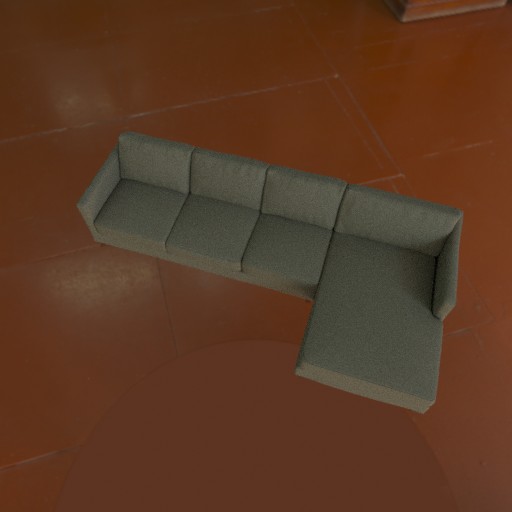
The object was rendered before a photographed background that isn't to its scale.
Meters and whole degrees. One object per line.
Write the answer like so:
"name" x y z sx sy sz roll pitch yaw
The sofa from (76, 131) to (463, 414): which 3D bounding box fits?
"sofa" 0.000 0.000 3.789 3.186 0.861 1.625 15 59 9
